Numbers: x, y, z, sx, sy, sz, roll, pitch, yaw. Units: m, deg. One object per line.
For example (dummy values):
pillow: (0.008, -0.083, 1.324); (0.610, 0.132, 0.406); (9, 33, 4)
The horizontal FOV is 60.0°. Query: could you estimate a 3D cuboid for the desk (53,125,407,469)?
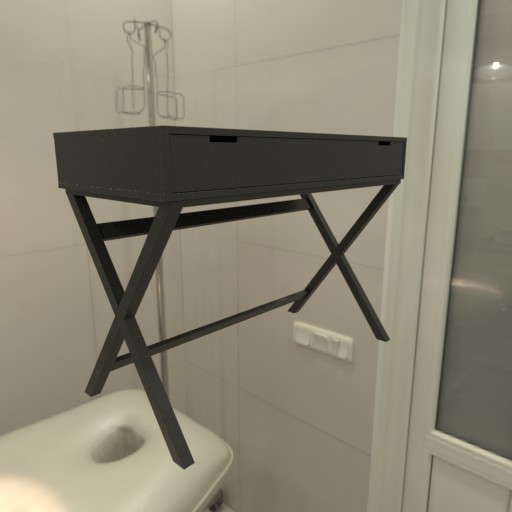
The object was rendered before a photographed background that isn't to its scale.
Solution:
desk: (0.000, 0.000, 1.487); (0.504, 0.780, 1.057); (12, 18, 42)
